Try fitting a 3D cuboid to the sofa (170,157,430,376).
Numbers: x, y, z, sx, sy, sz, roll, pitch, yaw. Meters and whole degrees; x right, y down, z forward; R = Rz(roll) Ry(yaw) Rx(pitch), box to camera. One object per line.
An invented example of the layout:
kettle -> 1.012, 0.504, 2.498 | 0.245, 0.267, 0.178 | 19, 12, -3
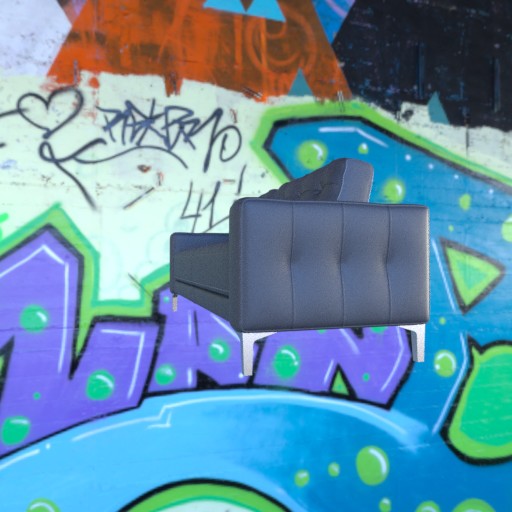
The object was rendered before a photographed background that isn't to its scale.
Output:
sofa -> 0.000, 0.000, 2.765 | 0.833, 0.893, 2.275 | 0, -1, -17
